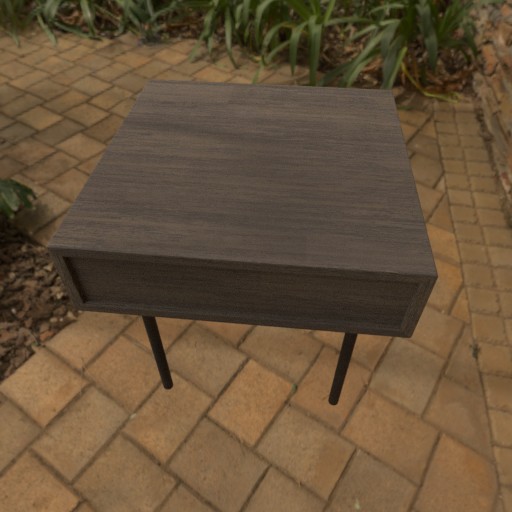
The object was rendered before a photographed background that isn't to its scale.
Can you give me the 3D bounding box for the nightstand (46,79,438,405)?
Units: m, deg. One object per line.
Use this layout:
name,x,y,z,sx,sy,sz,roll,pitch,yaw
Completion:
nightstand,0.000,0.000,0.911,0.502,0.497,0.503,4,46,4
